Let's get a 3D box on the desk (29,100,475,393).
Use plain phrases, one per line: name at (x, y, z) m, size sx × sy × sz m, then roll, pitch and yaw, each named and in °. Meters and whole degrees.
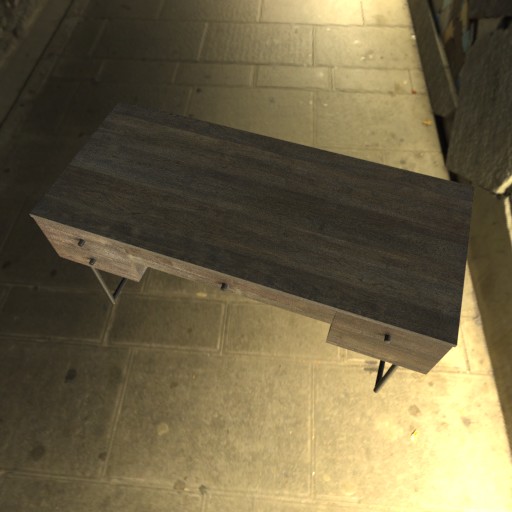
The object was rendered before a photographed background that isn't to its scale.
desk at (0.000, 0.000, 2.058) m, size 1.600 × 0.780 × 0.730 m, roll 16°, pitch 59°, yaw 10°
